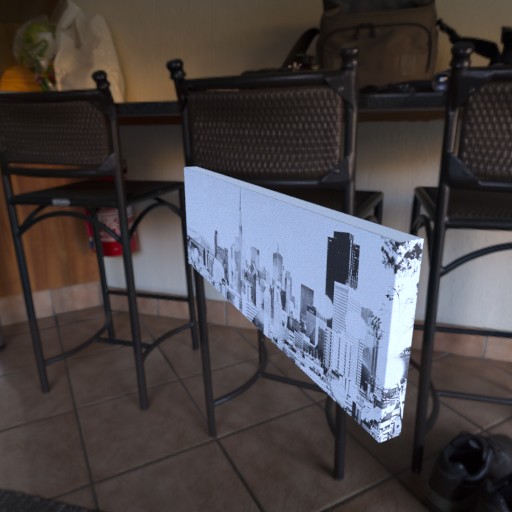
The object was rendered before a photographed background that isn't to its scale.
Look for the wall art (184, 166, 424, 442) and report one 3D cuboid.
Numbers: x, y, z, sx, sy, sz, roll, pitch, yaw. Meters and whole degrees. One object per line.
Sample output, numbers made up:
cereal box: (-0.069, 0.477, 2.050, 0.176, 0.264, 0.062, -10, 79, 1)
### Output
wall art: (0.000, 0.000, 0.841, 0.036, 0.256, 0.766, -8, 20, -24)
